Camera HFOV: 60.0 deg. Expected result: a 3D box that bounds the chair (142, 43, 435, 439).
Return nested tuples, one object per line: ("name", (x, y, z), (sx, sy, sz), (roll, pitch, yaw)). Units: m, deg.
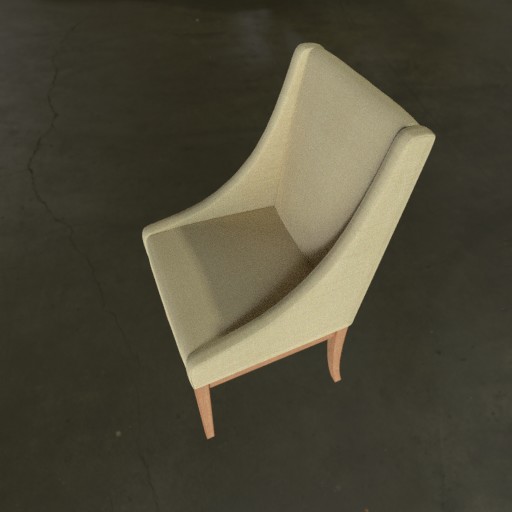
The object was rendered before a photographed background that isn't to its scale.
("chair", (0.000, 0.000, 1.368), (0.611, 1.021, 0.575), (-16, 49, -15))
